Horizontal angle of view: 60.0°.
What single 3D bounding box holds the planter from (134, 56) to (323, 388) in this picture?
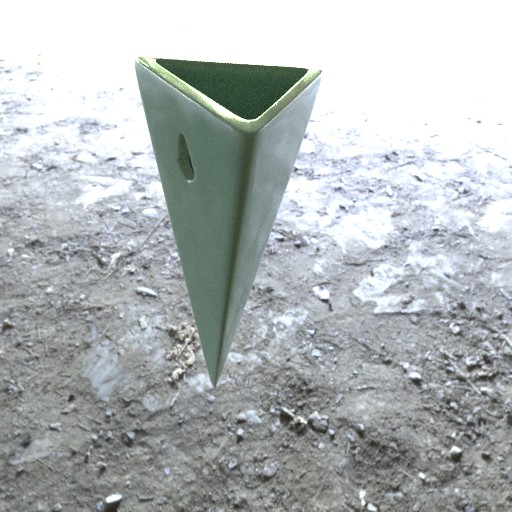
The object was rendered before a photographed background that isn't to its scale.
[{"bbox_3d":[0.000,0.000,0.218,0.064,0.178,0.080,-25,47,-25],"label":"planter"}]
